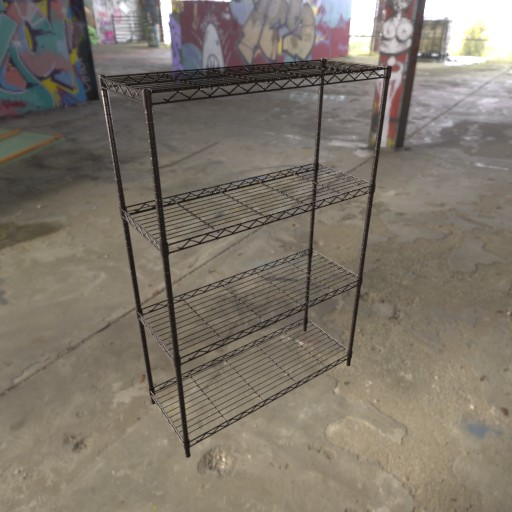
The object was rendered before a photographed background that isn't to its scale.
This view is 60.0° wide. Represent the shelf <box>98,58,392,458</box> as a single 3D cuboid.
[{"bbox_3d":[0.000,0.000,1.746,0.907,1.361,0.352,-19,34,-30],"label":"shelf"}]
